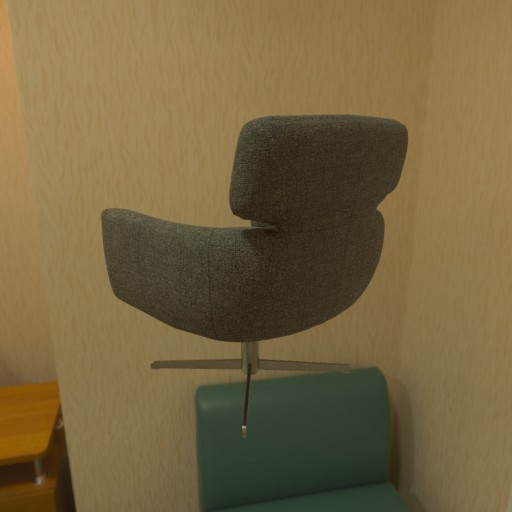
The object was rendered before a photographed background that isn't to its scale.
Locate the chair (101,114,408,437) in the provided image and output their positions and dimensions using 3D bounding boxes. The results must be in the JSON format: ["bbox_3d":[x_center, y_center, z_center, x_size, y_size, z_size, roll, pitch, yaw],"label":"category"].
[{"bbox_3d":[0.000,0.000,1.356,0.706,0.812,0.715,-14,21,-41],"label":"chair"}]
